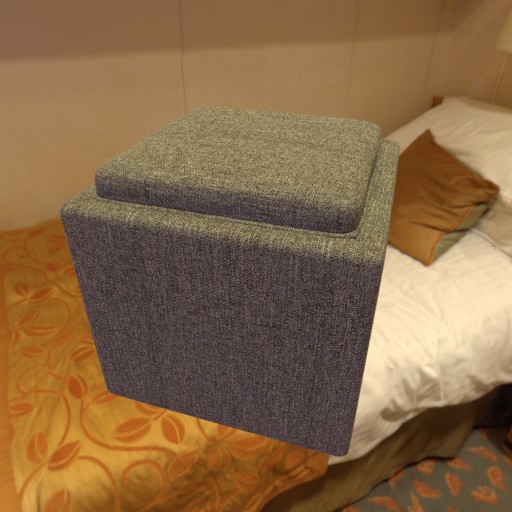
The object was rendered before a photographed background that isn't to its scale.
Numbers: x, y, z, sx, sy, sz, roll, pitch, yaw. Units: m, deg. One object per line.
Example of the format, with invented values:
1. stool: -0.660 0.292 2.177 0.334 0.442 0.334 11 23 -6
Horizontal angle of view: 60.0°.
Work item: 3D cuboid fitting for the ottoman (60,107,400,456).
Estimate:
1. ottoman: 0.000 0.000 0.830 0.450 0.460 0.450 10 34 15
